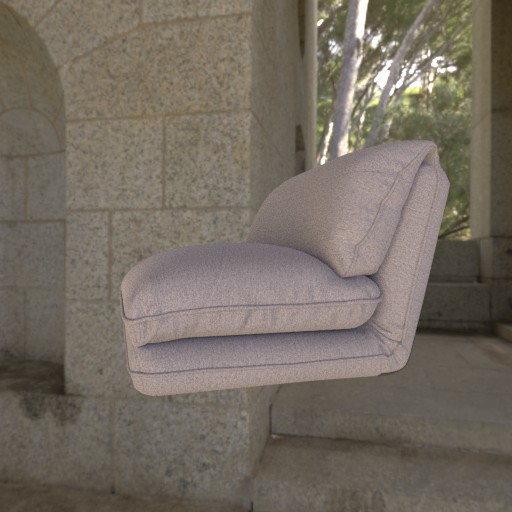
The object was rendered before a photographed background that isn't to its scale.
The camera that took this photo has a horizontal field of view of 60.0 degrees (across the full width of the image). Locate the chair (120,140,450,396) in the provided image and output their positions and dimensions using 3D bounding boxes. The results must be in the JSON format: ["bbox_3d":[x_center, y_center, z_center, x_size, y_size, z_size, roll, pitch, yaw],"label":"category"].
[{"bbox_3d":[0.000,0.000,1.332,0.780,0.580,0.820,0,0,-17],"label":"chair"}]
